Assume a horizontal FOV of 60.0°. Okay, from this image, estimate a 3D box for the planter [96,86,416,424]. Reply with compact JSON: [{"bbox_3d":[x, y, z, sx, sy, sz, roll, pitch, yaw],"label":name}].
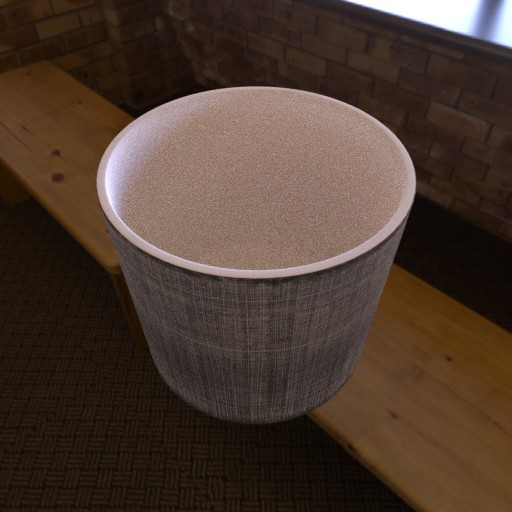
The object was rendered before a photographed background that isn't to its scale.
[{"bbox_3d":[0.000,0.000,0.388,0.221,0.201,0.221,0,47,0],"label":"planter"}]
